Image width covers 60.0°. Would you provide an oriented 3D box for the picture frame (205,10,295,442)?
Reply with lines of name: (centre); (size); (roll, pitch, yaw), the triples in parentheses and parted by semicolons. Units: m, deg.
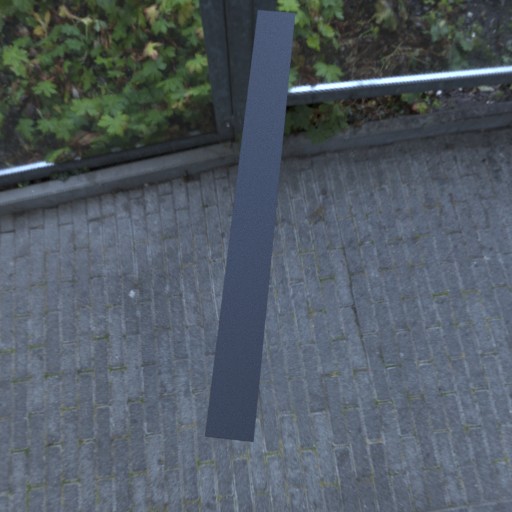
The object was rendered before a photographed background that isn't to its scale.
picture frame: (0.000, 0.000, 0.463); (0.030, 0.317, 0.317); (6, 75, 2)
